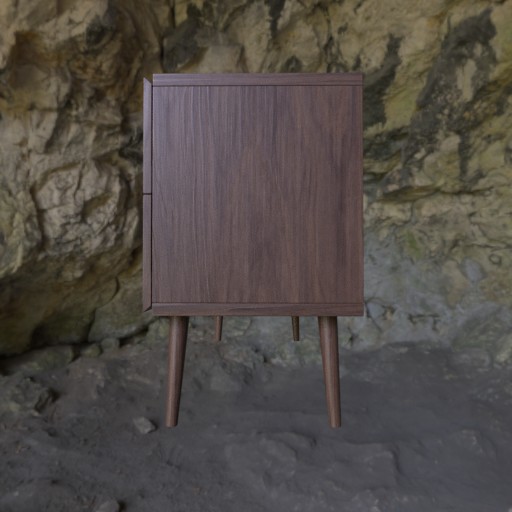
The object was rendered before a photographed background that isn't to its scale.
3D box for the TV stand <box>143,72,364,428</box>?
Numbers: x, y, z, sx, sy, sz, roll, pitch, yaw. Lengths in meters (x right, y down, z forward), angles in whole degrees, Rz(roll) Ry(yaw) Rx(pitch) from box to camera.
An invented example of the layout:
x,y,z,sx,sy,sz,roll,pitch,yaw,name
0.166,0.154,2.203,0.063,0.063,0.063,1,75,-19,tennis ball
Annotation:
x,y,z,sx,sy,sz,roll,pitch,yaw,name
0.000,0.000,1.307,0.405,0.660,0.990,0,-1,1,TV stand
